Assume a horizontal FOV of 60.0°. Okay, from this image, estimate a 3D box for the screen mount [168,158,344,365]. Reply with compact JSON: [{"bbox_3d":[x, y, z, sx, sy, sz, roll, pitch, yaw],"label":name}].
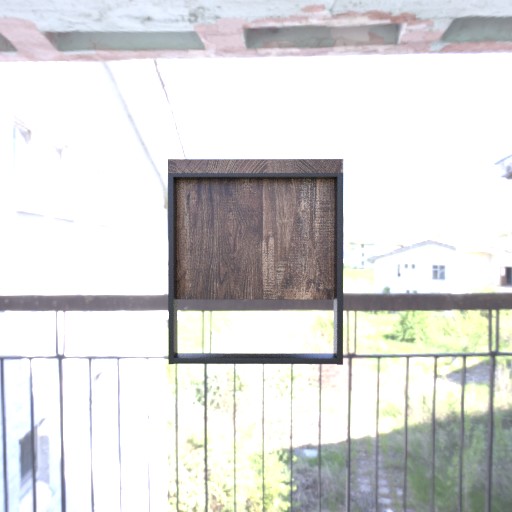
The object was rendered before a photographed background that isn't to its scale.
[{"bbox_3d":[0.000,0.000,1.730,0.395,0.450,1.524,0,1,0],"label":"screen mount"}]
